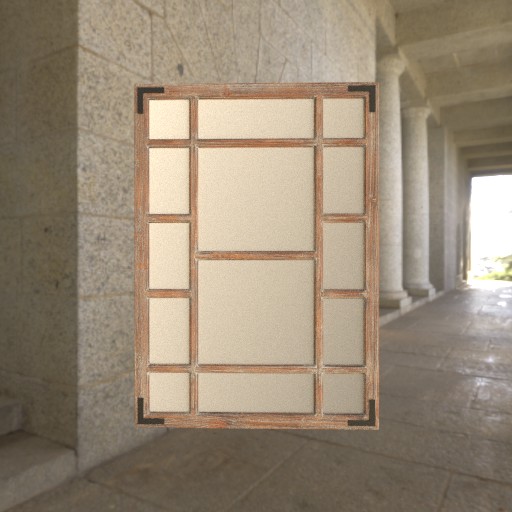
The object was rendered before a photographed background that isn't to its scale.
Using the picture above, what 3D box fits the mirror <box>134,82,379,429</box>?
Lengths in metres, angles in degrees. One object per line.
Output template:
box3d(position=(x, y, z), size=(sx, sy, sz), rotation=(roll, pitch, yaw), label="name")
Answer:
box3d(position=(0.000, 0.000, 1.286), size=(0.705, 0.996, 0.025), rotation=(0, 0, 1), label="mirror")
